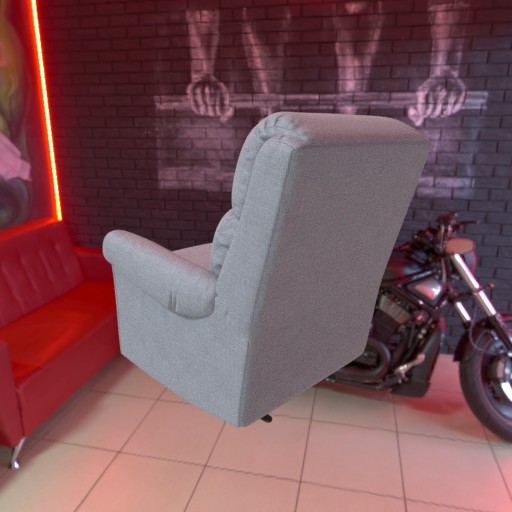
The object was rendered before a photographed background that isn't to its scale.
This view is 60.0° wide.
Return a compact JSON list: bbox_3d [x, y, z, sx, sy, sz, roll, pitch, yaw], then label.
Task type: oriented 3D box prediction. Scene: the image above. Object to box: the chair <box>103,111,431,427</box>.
[{"bbox_3d":[0.000,0.000,1.752,0.838,1.054,1.014,-15,22,-43],"label":"chair"}]
